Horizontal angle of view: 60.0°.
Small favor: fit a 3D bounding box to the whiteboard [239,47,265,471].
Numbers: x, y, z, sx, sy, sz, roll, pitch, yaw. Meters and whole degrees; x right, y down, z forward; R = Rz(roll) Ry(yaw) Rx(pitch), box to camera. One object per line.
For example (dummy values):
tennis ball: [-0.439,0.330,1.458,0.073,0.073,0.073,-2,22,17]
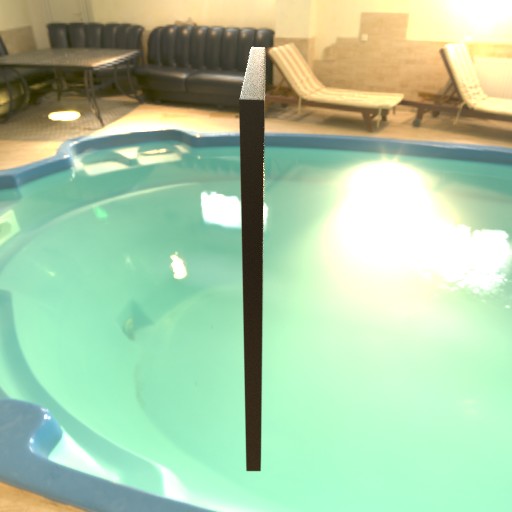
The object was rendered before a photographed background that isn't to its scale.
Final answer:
whiteboard: [0.000,0.000,0.766,0.026,0.611,0.406,1,32,1]
